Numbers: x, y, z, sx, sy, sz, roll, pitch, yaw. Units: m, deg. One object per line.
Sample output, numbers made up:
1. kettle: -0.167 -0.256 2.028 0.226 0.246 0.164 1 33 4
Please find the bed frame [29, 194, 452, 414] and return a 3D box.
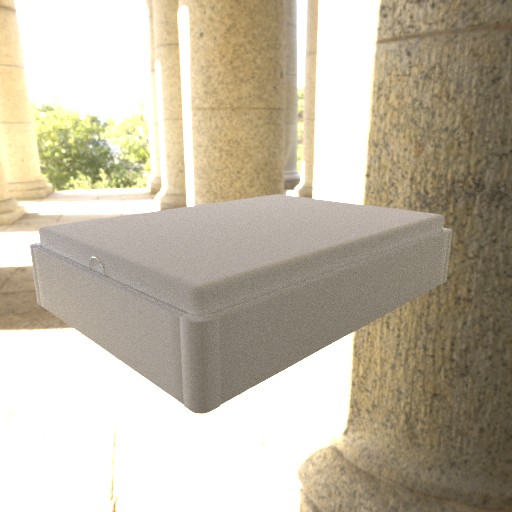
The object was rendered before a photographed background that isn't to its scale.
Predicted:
1. bed frame: 0.000 0.000 2.457 1.400 0.406 1.900 15 21 43
